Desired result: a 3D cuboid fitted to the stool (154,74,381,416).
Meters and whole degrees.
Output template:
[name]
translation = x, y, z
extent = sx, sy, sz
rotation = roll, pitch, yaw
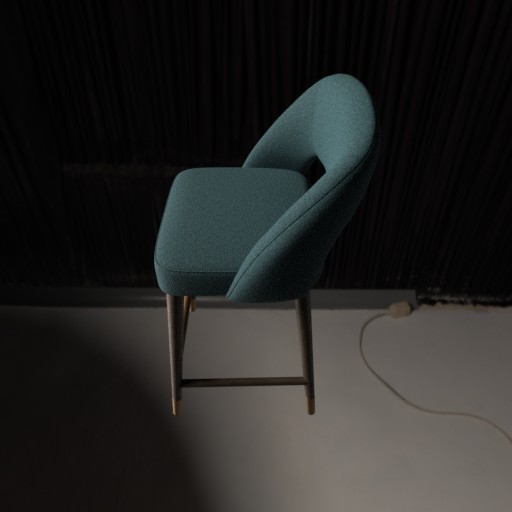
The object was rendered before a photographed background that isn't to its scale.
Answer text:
[stool]
translation = 0.000, 0.000, 1.267
extent = 0.522, 0.939, 0.536
rotation = 0, 41, 0
